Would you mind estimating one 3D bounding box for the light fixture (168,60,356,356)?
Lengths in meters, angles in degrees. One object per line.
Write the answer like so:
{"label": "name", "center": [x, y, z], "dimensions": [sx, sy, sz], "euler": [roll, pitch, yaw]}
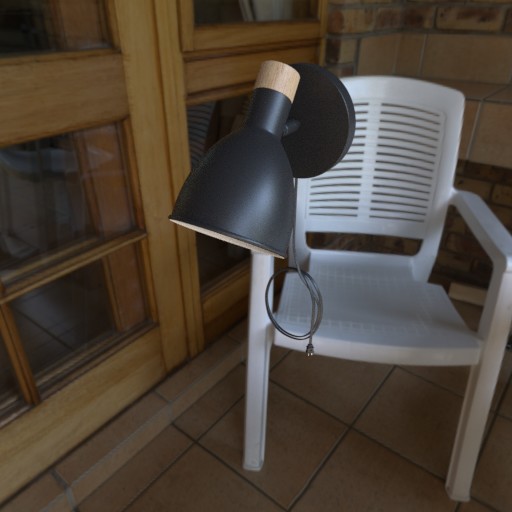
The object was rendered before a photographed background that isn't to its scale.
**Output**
{"label": "light fixture", "center": [0.000, 0.000, 0.501], "dimensions": [0.127, 0.401, 0.203], "euler": [18, 35, 28]}
